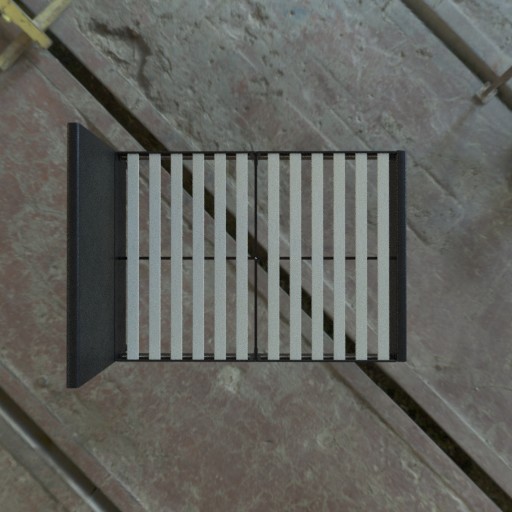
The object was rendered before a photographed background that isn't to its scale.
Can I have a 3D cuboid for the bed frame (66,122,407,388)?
[{"bbox_3d":[0.000,0.000,3.261,2.318,1.127,1.634,0,90,0],"label":"bed frame"}]
